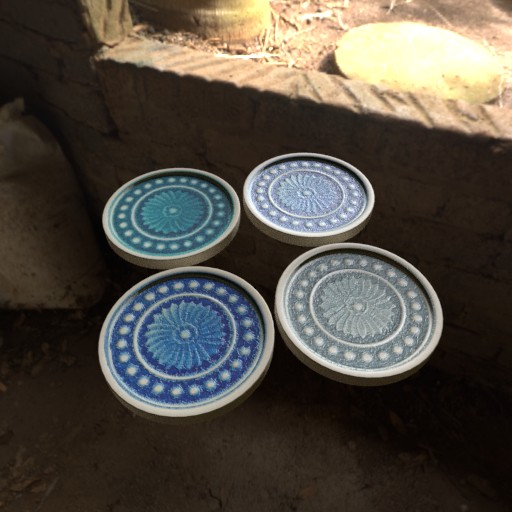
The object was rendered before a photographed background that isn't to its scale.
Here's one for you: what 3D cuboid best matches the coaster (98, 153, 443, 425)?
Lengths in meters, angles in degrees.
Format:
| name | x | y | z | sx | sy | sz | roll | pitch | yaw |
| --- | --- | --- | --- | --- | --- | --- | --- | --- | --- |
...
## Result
| name | x | y | z | sx | sy | sz | roll | pitch | yaw |
| --- | --- | --- | --- | --- | --- | --- | --- | --- | --- |
| coaster | 0.000 | 0.000 | 0.324 | 0.220 | 0.010 | 0.224 | -9 | 48 | -8 |
